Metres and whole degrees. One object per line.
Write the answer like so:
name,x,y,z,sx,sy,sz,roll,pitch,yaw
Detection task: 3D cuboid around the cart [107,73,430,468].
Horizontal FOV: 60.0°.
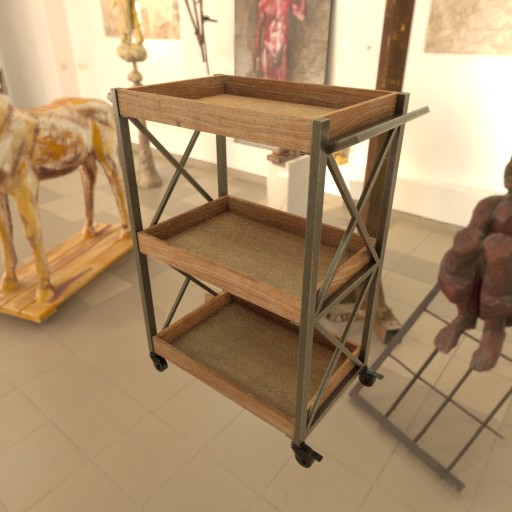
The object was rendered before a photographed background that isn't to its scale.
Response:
cart,0.000,0.000,1.182,0.673,0.835,0.377,21,35,33
